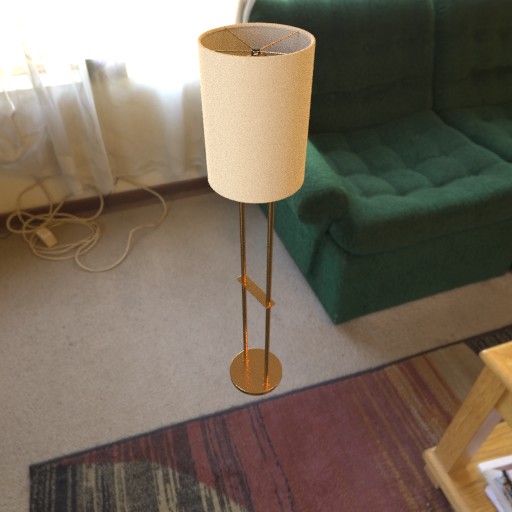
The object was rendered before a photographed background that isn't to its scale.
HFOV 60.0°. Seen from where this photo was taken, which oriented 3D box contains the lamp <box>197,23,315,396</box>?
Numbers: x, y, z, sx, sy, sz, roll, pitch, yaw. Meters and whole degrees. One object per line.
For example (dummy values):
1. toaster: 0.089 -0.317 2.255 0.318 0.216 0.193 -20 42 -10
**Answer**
1. lamp: 0.000 0.000 1.642 0.305 1.500 0.306 -26 48 -26
